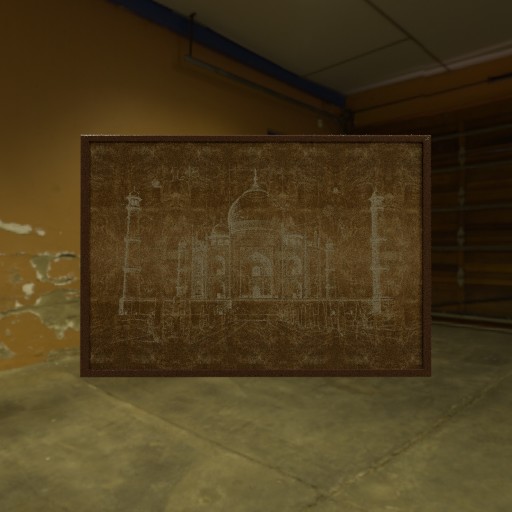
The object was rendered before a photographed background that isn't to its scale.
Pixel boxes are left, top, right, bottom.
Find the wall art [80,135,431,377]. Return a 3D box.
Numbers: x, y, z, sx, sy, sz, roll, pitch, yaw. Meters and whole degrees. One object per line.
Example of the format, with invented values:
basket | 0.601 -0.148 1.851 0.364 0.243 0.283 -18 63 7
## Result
wall art | 0.000 0.000 0.839 0.660 0.455 0.014 0 0 0
